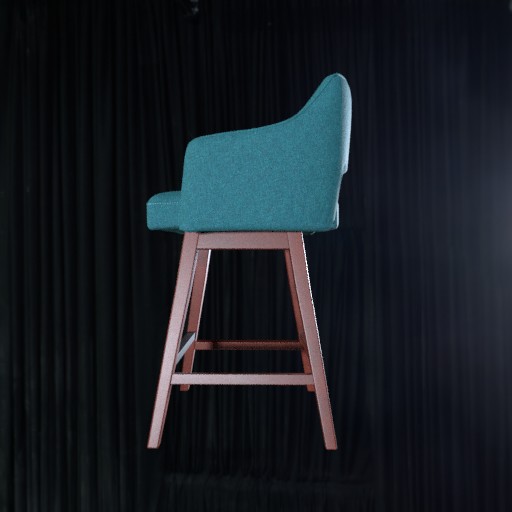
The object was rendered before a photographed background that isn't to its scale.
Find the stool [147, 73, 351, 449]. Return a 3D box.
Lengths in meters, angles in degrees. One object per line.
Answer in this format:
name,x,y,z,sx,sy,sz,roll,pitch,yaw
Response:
stool,0.000,0.000,1.338,0.556,0.961,0.548,0,1,1
